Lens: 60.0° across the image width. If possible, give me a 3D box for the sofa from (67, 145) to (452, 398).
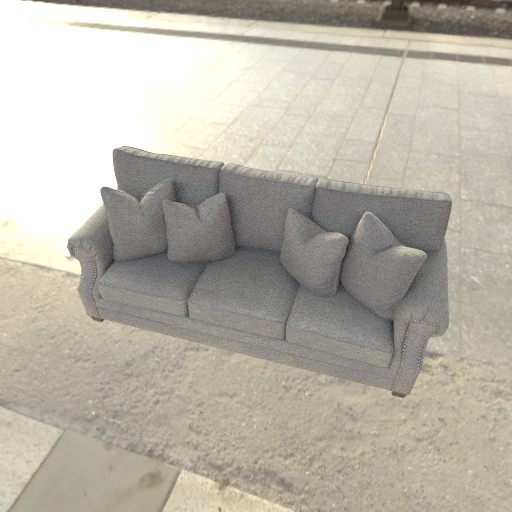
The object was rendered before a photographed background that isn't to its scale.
[{"bbox_3d":[0.000,0.000,2.863,2.312,0.975,0.965,11,42,13],"label":"sofa"}]
